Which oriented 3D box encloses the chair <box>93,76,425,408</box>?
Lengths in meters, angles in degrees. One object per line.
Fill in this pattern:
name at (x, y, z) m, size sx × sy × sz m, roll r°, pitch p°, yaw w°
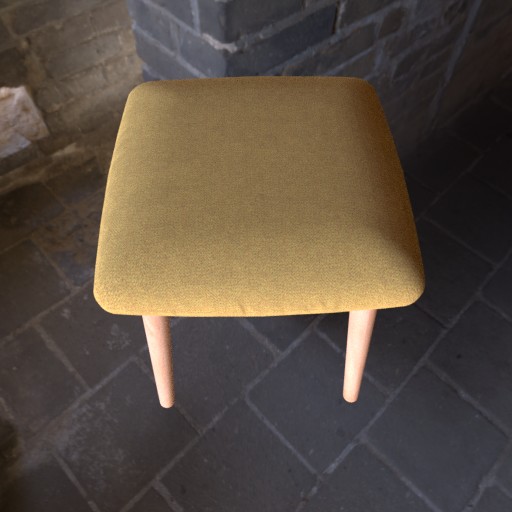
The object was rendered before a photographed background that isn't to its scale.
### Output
chair at (0.000, 0.000, 0.674) m, size 0.350 × 0.440 × 0.350 m, roll -1°, pitch 58°, yaw -1°
